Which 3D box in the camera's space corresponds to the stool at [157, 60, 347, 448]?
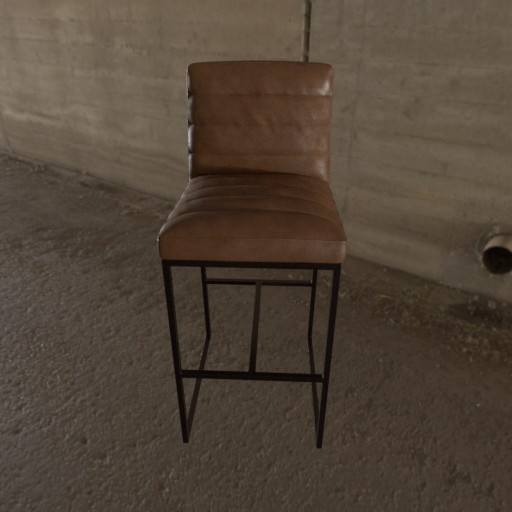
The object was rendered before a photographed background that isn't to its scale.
[{"bbox_3d":[0.000,0.000,1.370,0.463,1.065,0.562,1,29,2],"label":"stool"}]
